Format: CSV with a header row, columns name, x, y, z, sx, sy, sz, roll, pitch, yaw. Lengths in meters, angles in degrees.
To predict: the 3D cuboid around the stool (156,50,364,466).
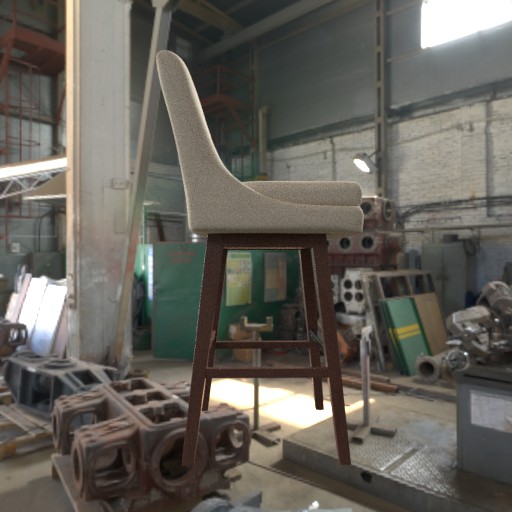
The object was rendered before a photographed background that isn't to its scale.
name,x,y,z,sx,sy,sz,roll,pitch,yaw
stool,0.000,0.000,1.370,0.559,1.093,0.483,0,0,-1
